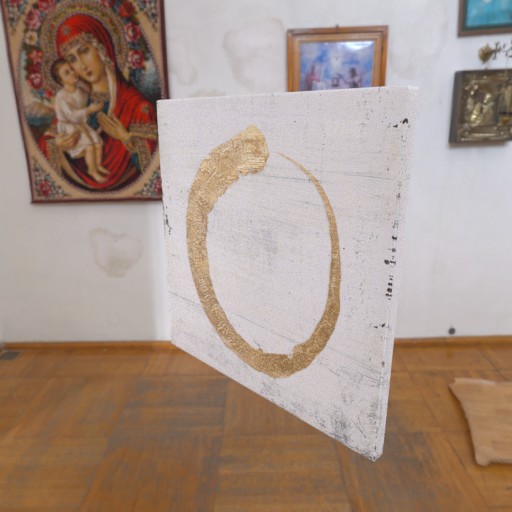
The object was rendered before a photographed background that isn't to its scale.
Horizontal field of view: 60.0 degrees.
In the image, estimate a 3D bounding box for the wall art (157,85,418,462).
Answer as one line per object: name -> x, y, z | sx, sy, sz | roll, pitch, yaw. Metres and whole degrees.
wall art -> 0.000, 0.000, 1.114 | 0.038, 0.762, 0.762 | -16, 23, -43
